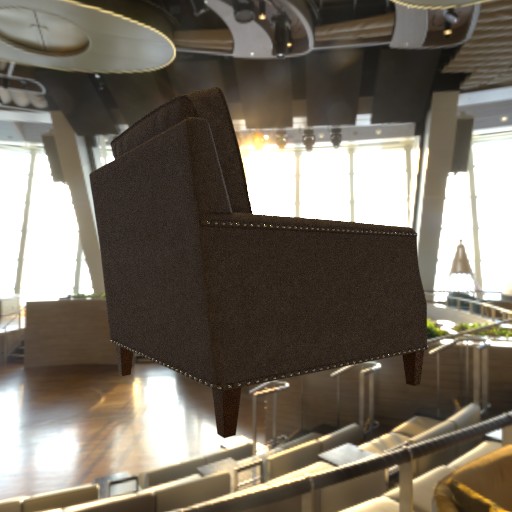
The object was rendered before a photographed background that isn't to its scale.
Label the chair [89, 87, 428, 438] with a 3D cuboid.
[{"bbox_3d":[0.000,0.000,1.693,1.014,0.948,0.853,1,-1,-36],"label":"chair"}]
